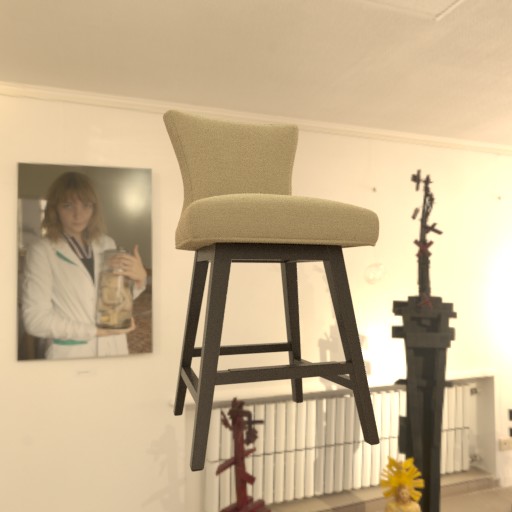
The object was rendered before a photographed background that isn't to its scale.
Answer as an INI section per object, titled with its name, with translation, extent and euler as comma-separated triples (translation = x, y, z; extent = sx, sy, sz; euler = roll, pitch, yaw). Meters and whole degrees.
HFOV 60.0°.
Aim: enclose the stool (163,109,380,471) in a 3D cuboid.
[stool]
translation = 0.000, 0.000, 1.350
extent = 0.514, 1.000, 0.574
euler = 1, -3, -19
